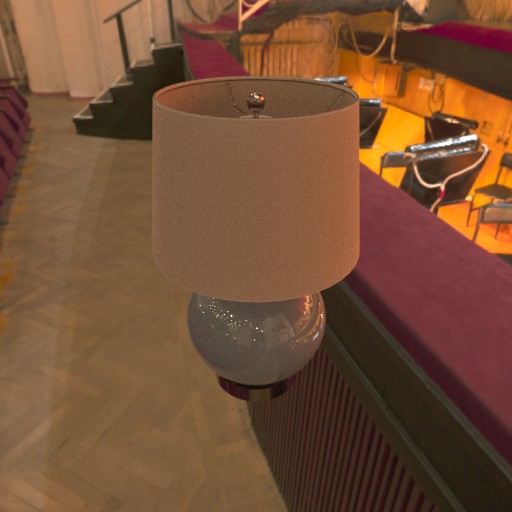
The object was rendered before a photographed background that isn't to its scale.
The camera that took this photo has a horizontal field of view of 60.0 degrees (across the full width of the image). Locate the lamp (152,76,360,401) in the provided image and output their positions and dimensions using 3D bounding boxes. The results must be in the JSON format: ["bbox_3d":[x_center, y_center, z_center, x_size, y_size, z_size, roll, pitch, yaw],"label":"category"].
[{"bbox_3d":[0.000,0.000,0.549,0.247,0.387,0.247,0,31,0],"label":"lamp"}]
